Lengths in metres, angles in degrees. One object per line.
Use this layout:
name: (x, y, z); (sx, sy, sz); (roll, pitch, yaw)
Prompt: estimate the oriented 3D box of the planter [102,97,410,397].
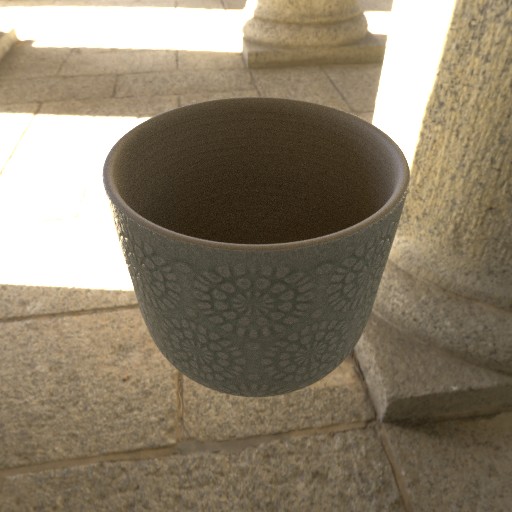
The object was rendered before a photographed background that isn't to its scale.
planter: (0.000, 0.000, 0.300); (0.169, 0.153, 0.169); (0, 41, 0)
